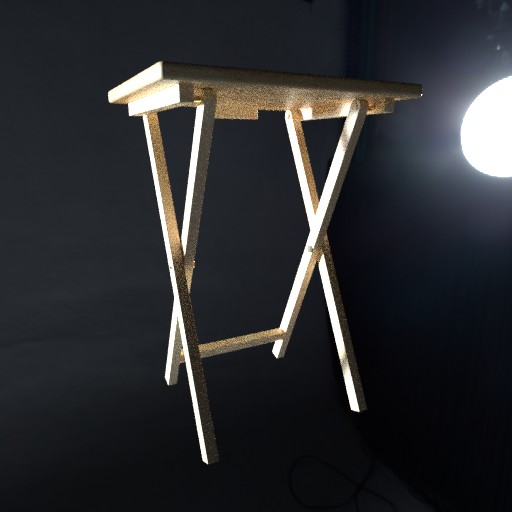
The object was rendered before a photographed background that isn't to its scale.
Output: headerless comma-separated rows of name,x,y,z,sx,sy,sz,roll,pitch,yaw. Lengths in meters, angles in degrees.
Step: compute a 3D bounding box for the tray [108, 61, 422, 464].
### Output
tray,0.000,0.000,0.925,0.483,0.660,0.381,-7,16,-27
